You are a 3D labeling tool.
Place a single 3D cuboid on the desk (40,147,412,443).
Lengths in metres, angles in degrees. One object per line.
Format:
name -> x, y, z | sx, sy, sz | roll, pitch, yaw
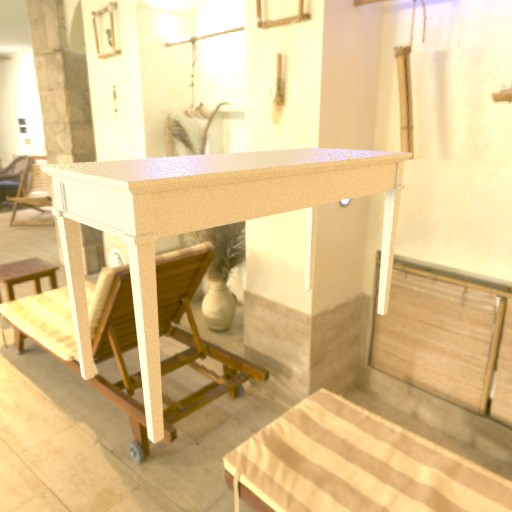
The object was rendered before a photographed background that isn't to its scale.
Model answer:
desk -> 0.000, 0.000, 1.788 | 1.372, 0.774, 0.559 | -16, 23, -42
